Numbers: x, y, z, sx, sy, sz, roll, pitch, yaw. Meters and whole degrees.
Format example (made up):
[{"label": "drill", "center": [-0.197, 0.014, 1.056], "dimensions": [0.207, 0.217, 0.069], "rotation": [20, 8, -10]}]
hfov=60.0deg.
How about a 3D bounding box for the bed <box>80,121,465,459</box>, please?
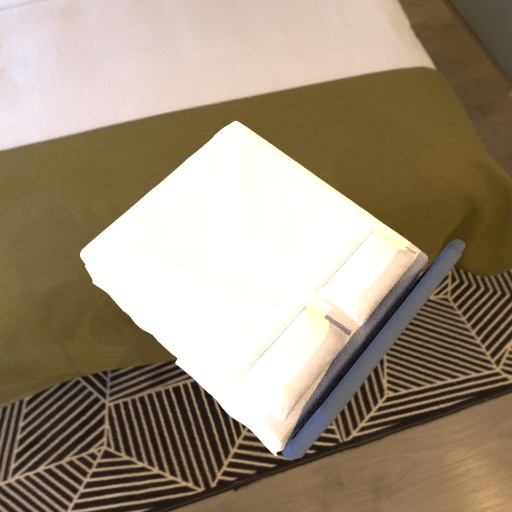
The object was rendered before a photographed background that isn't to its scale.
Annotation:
[{"label": "bed", "center": [0.000, 0.000, 4.162], "dimensions": [2.773, 1.488, 2.350], "rotation": [39, 71, 16]}]
